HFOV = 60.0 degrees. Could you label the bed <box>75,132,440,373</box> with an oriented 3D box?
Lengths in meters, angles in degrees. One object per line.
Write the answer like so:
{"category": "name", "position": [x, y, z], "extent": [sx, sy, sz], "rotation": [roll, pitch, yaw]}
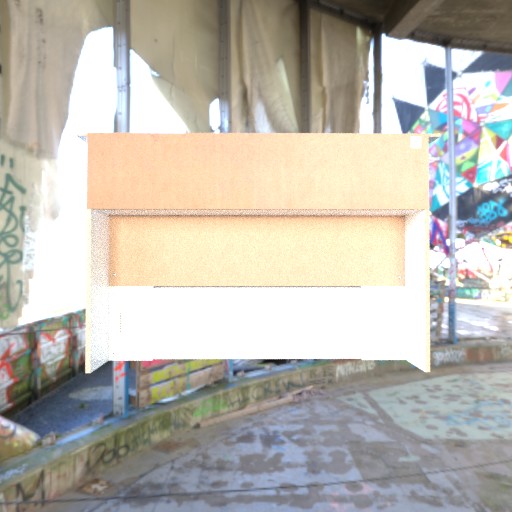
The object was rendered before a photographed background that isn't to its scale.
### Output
{"category": "bed", "position": [0.000, 0.000, 3.084], "extent": [1.671, 1.092, 2.133], "rotation": [0, -1, -1]}
